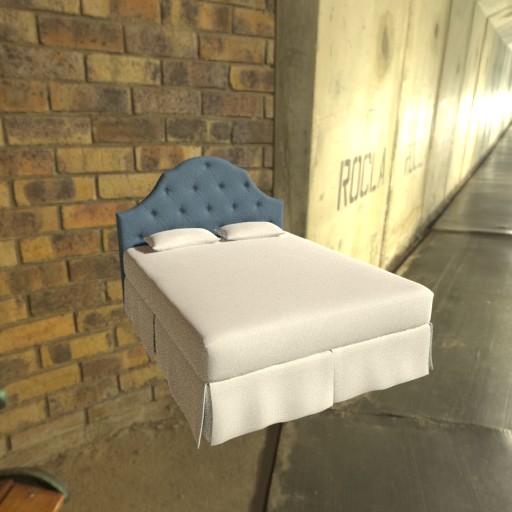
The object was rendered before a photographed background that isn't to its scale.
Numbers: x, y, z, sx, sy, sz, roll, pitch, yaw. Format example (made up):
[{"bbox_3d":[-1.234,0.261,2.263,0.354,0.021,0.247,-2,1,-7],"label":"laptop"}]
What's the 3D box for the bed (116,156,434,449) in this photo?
[{"bbox_3d":[0.000,0.000,3.973,2.039,1.617,2.477,-8,18,-26],"label":"bed"}]
